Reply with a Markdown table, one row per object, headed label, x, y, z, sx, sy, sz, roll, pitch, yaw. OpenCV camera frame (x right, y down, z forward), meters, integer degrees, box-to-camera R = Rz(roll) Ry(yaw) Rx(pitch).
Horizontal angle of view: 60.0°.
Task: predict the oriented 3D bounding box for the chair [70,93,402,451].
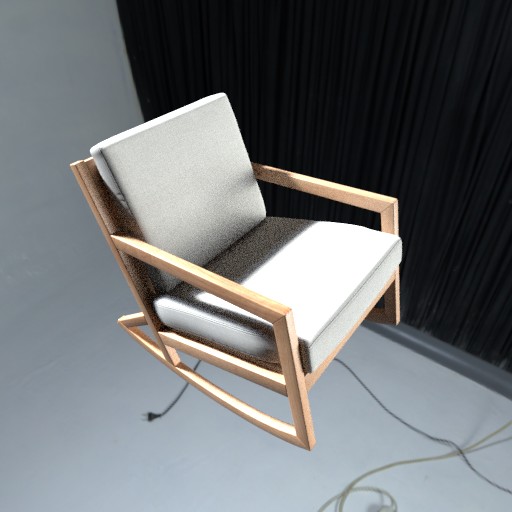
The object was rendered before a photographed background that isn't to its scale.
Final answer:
| label | x | y | z | sx | sy | sz | roll | pitch | yaw |
| --- | --- | --- | --- | --- | --- | --- | --- | --- | --- |
| chair | 0.000 | 0.000 | 1.453 | 0.857 | 0.790 | 0.622 | 26 | 46 | 28 |
